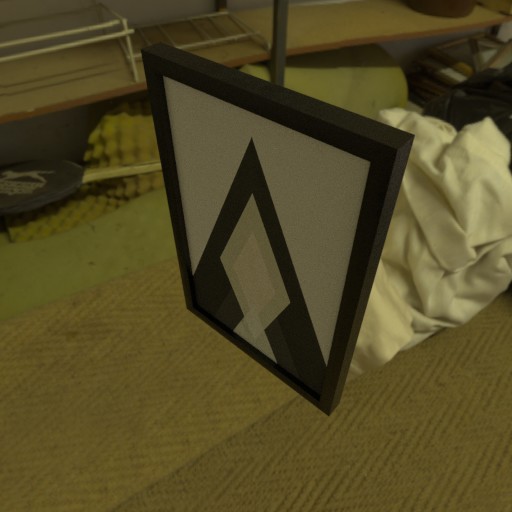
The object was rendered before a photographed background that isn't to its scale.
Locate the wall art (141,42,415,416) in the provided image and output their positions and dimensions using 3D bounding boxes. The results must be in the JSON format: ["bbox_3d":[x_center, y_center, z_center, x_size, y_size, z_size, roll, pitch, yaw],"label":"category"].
[{"bbox_3d":[0.000,0.000,0.583,0.313,0.457,0.031,31,53,28],"label":"wall art"}]
